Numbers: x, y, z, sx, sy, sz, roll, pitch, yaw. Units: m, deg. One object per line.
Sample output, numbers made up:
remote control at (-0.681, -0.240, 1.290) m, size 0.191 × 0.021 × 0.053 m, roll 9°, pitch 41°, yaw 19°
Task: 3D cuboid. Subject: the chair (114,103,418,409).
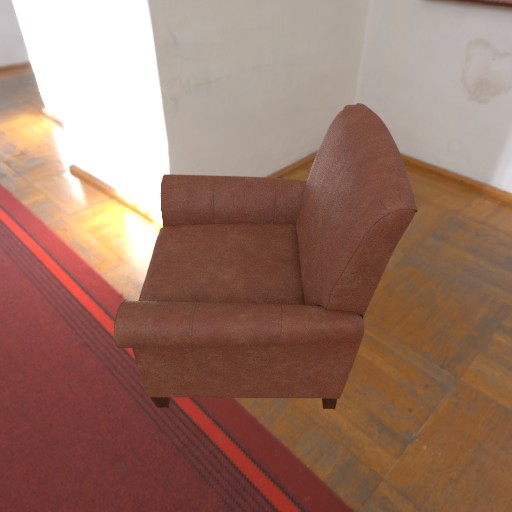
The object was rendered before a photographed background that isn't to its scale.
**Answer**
chair at (0.000, 0.000, 1.776) m, size 0.902 × 1.061 × 0.978 m, roll 0°, pitch 40°, yaw 0°
